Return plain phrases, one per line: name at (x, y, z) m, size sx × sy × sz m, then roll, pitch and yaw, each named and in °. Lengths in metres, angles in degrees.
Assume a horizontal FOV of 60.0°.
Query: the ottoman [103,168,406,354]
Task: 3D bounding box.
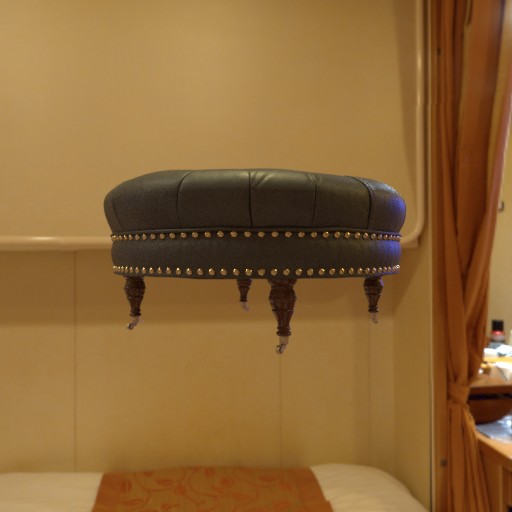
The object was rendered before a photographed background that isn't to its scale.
ottoman at (0.000, 0.000, 1.377) m, size 0.901 × 0.439 × 0.901 m, roll 0°, pitch 0°, yaw 0°
